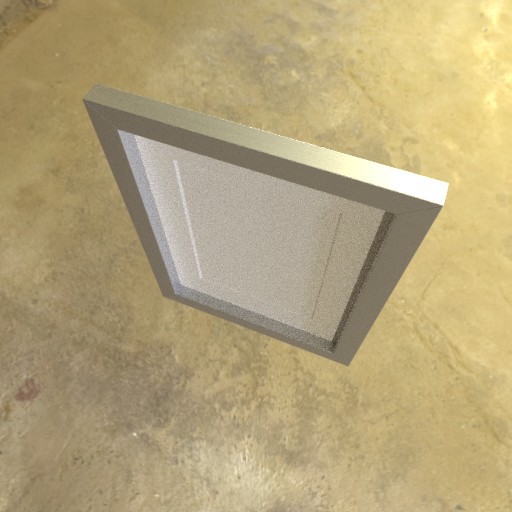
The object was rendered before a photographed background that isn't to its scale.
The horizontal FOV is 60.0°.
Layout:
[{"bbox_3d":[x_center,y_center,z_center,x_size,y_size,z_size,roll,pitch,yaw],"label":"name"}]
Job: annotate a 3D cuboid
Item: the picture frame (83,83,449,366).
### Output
[{"bbox_3d":[0.000,0.000,0.524,0.307,0.386,0.036,19,61,11],"label":"picture frame"}]
